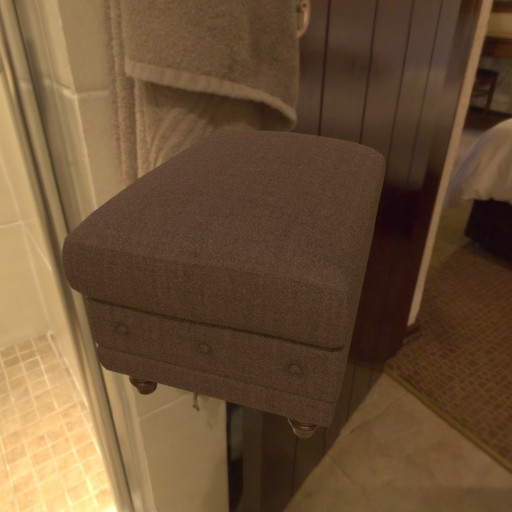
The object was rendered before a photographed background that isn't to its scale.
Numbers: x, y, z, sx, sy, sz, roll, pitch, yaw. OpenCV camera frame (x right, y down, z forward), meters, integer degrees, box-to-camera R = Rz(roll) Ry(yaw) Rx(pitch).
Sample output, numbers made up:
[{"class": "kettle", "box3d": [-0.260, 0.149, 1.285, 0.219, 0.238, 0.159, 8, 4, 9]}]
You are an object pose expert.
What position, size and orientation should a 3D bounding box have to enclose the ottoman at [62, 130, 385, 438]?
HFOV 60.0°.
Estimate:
[{"class": "ottoman", "box3d": [0.000, 0.000, 1.221, 0.599, 0.555, 0.809, 9, 32, 15]}]
